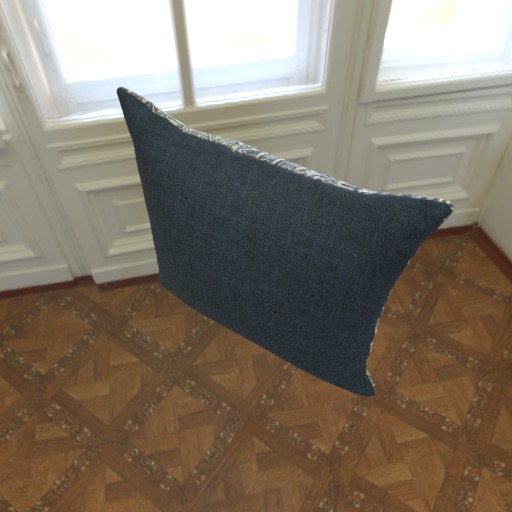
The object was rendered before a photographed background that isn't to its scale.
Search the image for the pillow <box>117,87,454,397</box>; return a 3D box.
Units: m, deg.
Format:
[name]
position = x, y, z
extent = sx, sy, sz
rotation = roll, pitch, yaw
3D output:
[pillow]
position = 0.000, 0.000, 0.784
extent = 0.546, 0.487, 0.180
rotation = 25, 52, 22
